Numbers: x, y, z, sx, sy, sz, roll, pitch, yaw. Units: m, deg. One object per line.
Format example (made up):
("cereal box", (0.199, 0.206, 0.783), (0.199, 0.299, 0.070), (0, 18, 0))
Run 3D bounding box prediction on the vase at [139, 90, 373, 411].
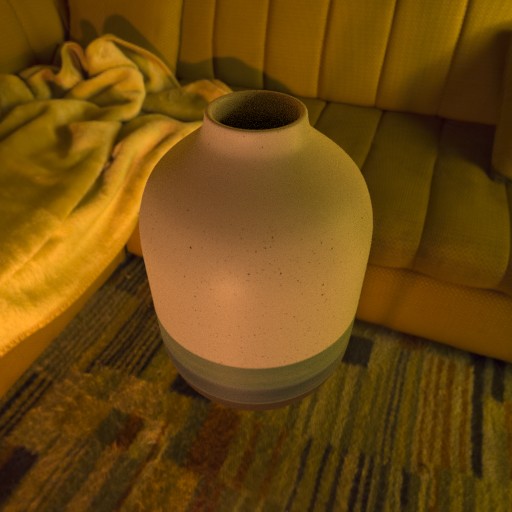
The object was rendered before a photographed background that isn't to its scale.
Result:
("vase", (0.000, 0.000, 0.351), (0.169, 0.240, 0.169), (0, 41, 0))
